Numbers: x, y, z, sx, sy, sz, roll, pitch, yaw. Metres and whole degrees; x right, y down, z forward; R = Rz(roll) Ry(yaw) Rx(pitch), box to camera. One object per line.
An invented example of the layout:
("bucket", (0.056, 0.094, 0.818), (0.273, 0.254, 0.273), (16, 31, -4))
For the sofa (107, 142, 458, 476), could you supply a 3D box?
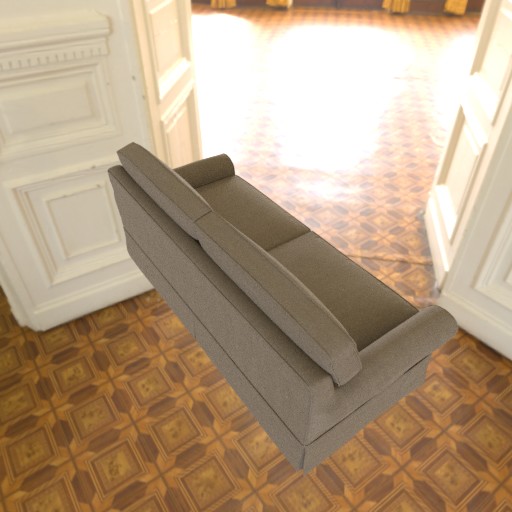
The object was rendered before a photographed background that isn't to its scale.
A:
("sofa", (0.000, 0.000, 2.769), (0.991, 0.943, 2.248), (-25, 46, -26))
